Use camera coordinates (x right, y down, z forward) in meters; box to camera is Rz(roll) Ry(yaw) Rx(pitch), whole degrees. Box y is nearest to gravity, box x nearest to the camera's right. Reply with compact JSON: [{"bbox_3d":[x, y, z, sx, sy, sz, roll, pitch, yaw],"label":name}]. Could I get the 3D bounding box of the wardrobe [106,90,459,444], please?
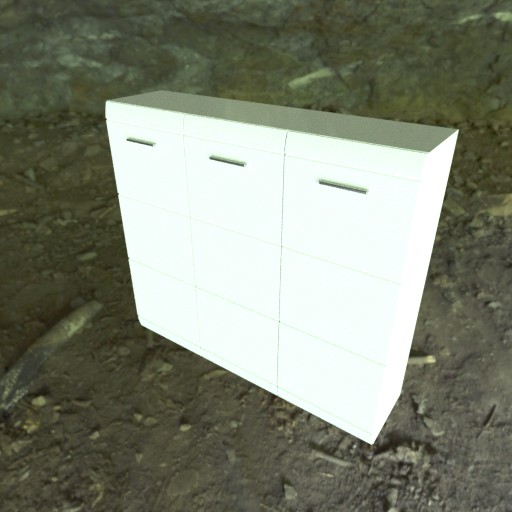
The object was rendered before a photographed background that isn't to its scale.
[{"bbox_3d":[0.000,0.000,1.926,1.340,1.200,0.360,19,34,30],"label":"wardrobe"}]
